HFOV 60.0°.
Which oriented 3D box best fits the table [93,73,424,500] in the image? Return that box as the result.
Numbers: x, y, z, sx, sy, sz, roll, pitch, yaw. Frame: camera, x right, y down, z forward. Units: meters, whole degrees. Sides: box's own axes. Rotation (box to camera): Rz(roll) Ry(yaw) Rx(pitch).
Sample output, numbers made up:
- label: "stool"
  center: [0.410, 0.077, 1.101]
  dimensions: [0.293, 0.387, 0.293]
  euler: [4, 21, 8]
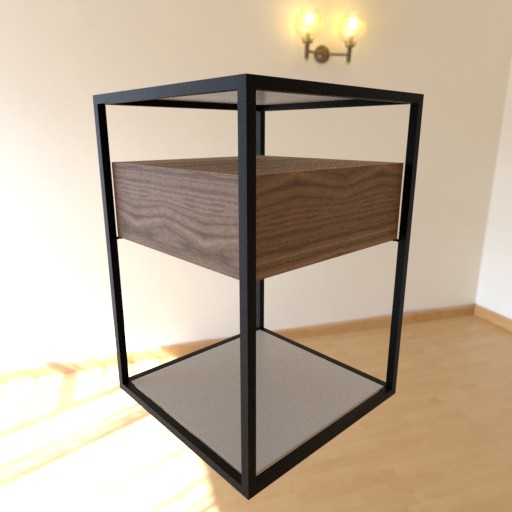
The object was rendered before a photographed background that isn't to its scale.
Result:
- label: "table"
  center: [0.000, 0.000, 0.786]
  dimensions: [0.378, 0.540, 0.378]
  euler: [-14, 21, -41]
